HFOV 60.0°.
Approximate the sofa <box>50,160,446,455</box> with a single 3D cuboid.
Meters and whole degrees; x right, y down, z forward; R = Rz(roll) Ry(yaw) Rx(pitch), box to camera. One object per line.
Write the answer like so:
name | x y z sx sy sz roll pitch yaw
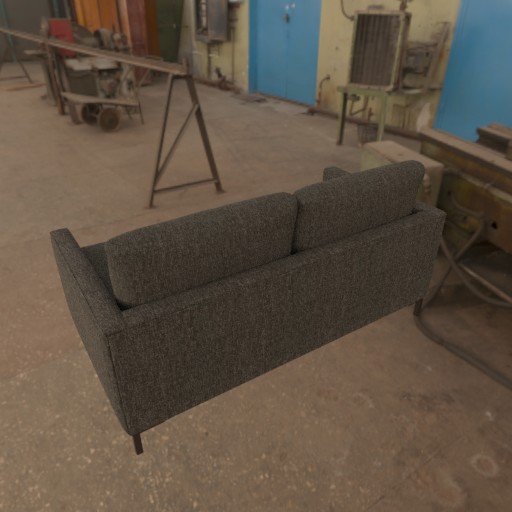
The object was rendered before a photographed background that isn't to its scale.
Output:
sofa | 0.000 0.000 2.182 1.716 0.862 0.866 -18 34 -28
